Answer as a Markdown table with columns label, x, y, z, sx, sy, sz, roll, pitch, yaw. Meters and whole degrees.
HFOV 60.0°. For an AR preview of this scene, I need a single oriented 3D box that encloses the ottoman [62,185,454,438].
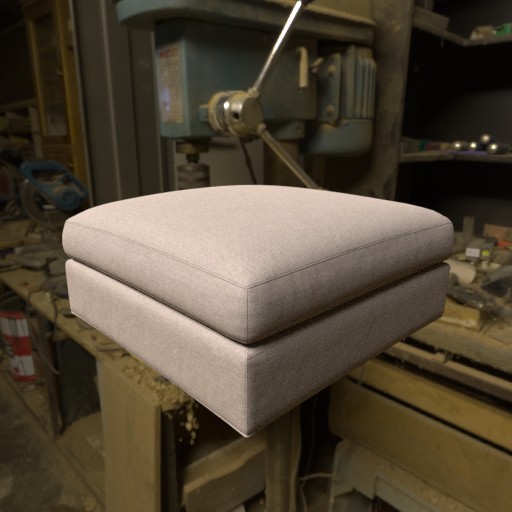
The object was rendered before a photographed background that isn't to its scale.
| label | x | y | z | sx | sy | sz | roll | pitch | yaw |
| --- | --- | --- | --- | --- | --- | --- | --- | --- | --- |
| ottoman | 0.000 | 0.000 | 1.641 | 1.041 | 0.470 | 1.041 | -15 | 22 | -41 |
